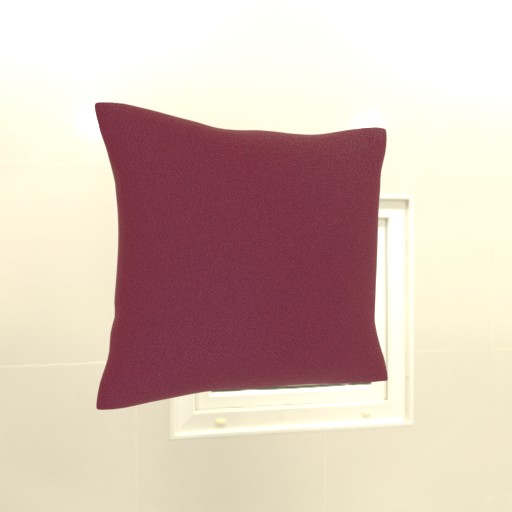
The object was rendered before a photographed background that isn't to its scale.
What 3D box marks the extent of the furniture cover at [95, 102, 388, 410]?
[{"bbox_3d":[0.000,0.000,0.807,0.552,0.509,0.193,0,0,-17],"label":"furniture cover"}]
